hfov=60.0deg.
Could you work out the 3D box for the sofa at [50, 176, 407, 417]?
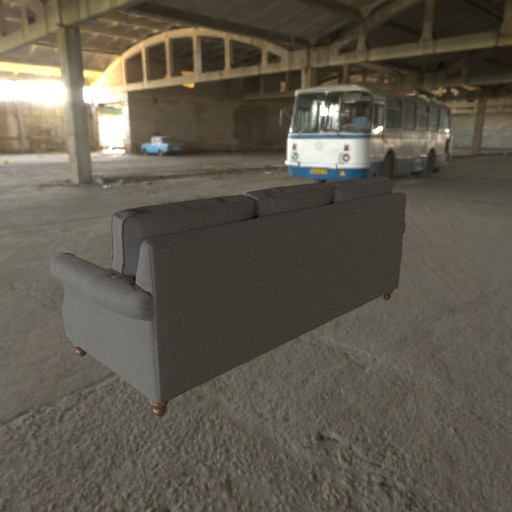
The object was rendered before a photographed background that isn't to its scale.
[{"bbox_3d":[0.000,0.000,2.877,0.966,0.948,2.353,15,21,43],"label":"sofa"}]
